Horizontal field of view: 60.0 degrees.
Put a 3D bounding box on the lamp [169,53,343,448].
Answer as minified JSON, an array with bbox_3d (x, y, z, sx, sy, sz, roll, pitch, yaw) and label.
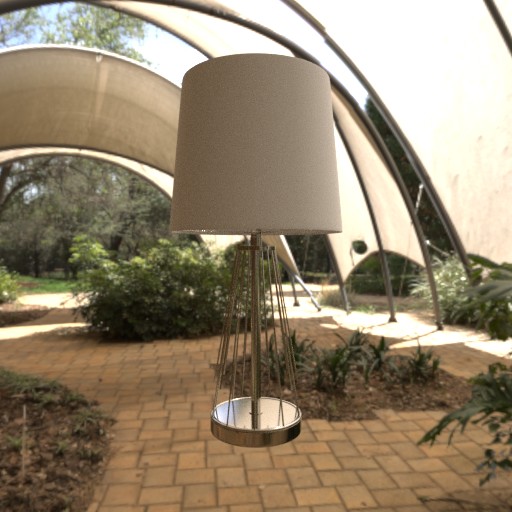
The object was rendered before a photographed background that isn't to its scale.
[{"bbox_3d":[0.000,0.000,0.791,0.303,0.618,0.303,0,1,0],"label":"lamp"}]
